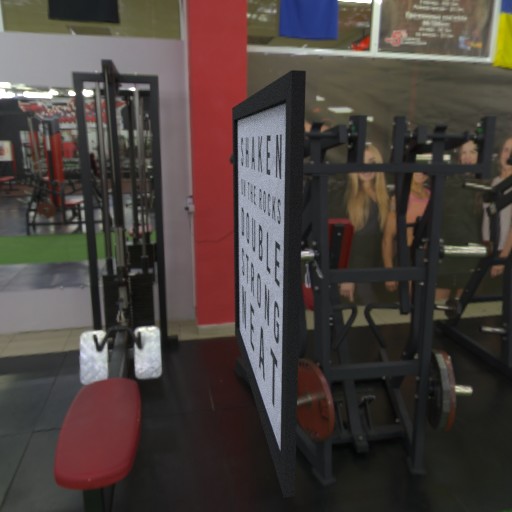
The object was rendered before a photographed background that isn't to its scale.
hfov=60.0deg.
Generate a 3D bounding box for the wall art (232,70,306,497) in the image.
[{"bbox_3d":[0.000,0.000,0.671,0.013,0.458,0.456,-2,15,-9],"label":"wall art"}]
